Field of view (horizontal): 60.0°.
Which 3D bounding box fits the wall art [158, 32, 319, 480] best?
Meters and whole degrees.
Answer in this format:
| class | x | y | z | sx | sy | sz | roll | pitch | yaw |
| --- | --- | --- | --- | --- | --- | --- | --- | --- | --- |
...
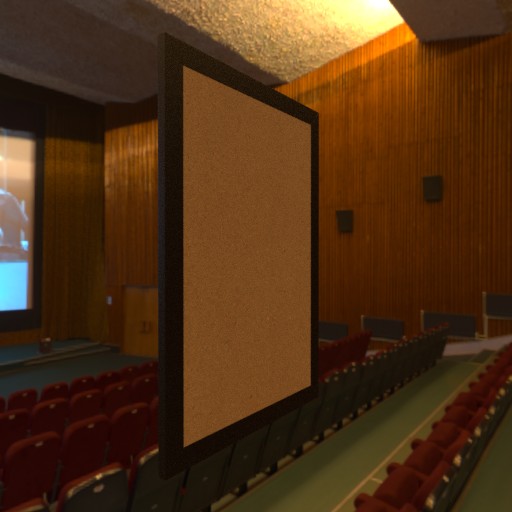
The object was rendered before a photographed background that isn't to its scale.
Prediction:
| class | x | y | z | sx | sy | sz | roll | pitch | yaw |
| --- | --- | --- | --- | --- | --- | --- | --- | --- | --- |
| wall art | 0.000 | 0.000 | 0.683 | 0.013 | 0.534 | 0.381 | 0 | 1 | 36 |
